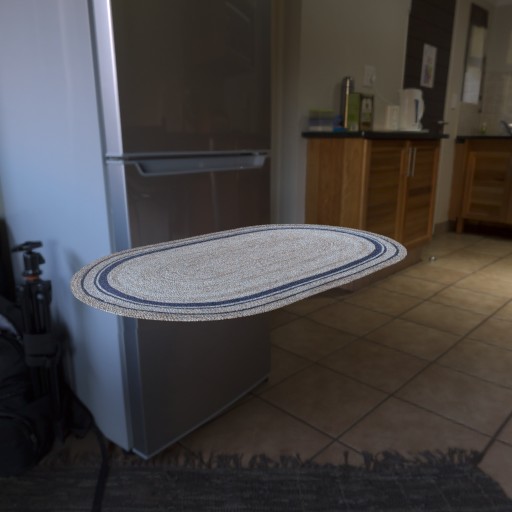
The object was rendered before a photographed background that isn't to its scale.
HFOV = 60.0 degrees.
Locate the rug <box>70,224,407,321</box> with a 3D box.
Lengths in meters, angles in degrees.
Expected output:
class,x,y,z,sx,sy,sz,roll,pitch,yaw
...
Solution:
class,x,y,z,sx,sy,sz,roll,pitch,yaw
rug,0.000,0.000,3.048,2.432,0.006,1.520,-14,21,-41
